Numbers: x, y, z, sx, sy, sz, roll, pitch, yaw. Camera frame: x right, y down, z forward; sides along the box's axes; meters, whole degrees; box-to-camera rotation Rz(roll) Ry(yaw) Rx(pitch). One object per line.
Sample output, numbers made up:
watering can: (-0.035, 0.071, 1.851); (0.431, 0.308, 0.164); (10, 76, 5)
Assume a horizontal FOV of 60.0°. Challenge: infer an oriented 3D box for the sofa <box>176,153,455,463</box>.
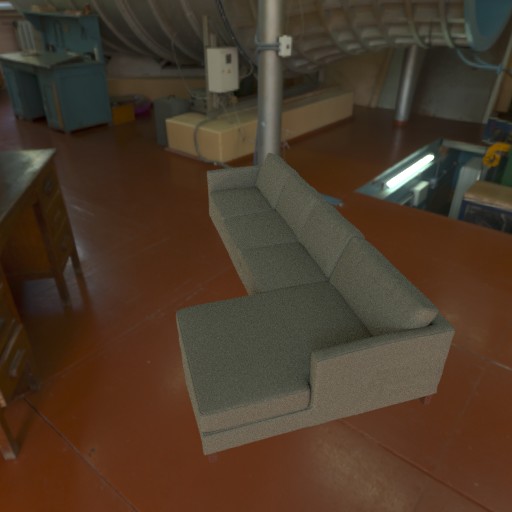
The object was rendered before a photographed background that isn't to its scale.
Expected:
sofa: (0.000, 0.000, 3.937); (1.625, 0.861, 3.186); (-9, 32, -14)
